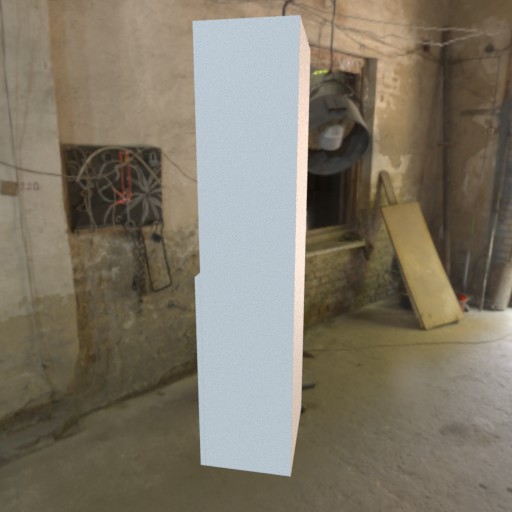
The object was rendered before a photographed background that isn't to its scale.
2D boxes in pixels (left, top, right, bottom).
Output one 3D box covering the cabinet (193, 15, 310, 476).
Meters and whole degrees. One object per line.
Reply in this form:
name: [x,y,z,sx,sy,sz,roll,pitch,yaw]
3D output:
cabinet: [0.000,0.000,1.487,0.300,1.350,0.400,2,13,10]
